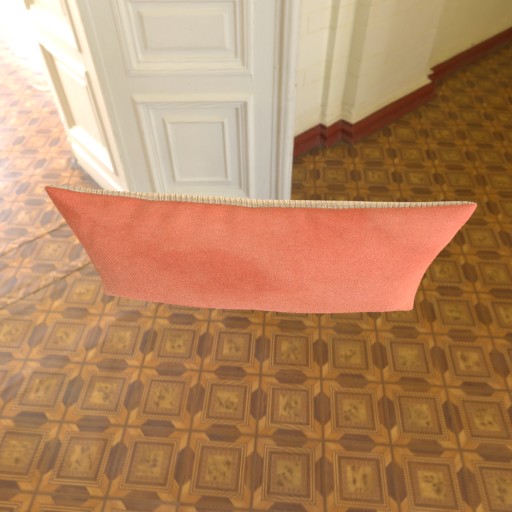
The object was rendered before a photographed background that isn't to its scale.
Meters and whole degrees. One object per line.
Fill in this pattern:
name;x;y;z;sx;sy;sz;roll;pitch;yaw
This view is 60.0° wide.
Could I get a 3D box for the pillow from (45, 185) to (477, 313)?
pillow;0.000;0.000;0.746;0.608;0.307;0.155;3;47;2
